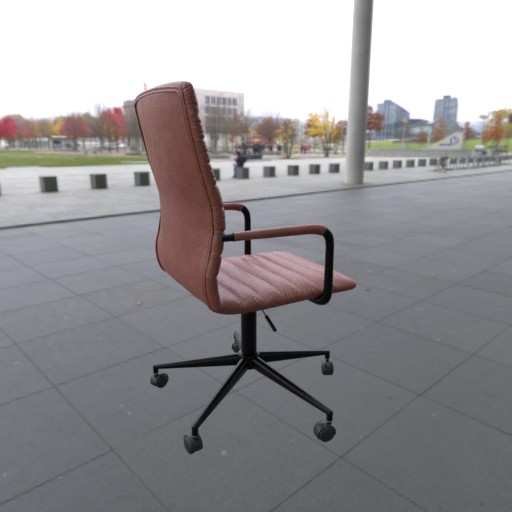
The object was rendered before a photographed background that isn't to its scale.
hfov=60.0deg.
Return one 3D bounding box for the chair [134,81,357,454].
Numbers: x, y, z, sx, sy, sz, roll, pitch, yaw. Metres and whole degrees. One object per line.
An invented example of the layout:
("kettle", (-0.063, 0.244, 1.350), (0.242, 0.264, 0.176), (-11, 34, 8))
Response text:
("chair", (0.000, 0.000, 1.270), (0.578, 0.878, 0.600), (-7, 16, -27))
